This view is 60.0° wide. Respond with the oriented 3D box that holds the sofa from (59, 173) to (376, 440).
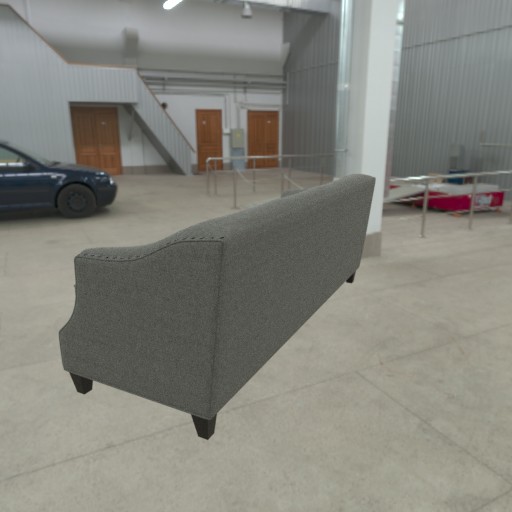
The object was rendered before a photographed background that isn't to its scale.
[{"bbox_3d":[0.000,0.000,2.732,0.914,0.901,2.235,8,18,26],"label":"sofa"}]
